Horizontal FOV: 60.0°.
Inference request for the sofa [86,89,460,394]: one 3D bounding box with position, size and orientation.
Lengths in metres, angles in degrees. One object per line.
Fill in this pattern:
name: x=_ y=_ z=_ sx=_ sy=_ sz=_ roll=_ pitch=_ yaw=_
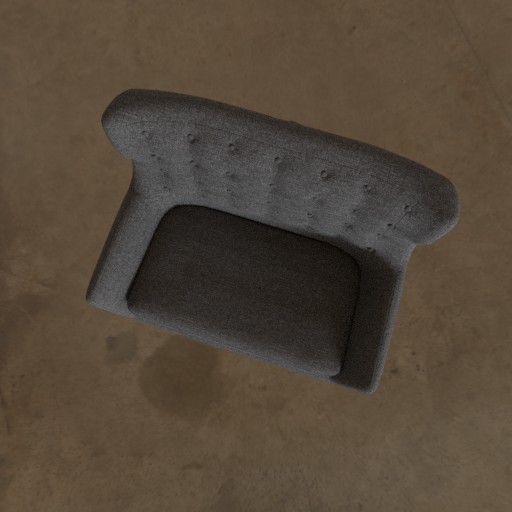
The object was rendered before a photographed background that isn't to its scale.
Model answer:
sofa: x=0.000 y=0.000 z=2.021 sx=1.358 sy=1.028 sz=0.874 roll=17 pitch=77 yaw=4
